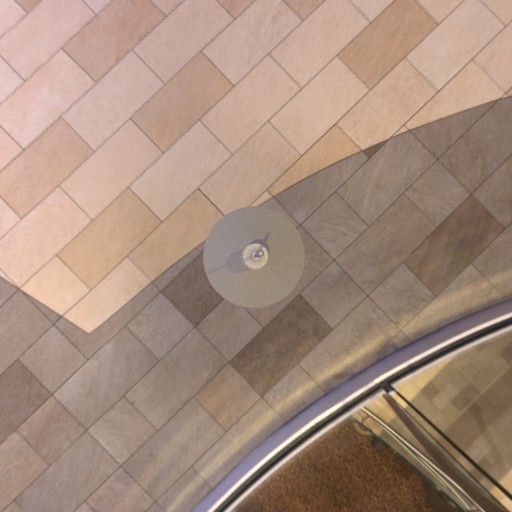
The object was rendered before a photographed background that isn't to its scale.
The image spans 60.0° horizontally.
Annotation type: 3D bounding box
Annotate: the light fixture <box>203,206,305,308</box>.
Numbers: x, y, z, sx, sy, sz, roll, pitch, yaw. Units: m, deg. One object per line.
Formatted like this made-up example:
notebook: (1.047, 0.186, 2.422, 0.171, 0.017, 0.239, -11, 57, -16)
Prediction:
light fixture: (0.000, 0.000, 0.834, 0.267, 0.683, 0.267, 0, 90, -1)
